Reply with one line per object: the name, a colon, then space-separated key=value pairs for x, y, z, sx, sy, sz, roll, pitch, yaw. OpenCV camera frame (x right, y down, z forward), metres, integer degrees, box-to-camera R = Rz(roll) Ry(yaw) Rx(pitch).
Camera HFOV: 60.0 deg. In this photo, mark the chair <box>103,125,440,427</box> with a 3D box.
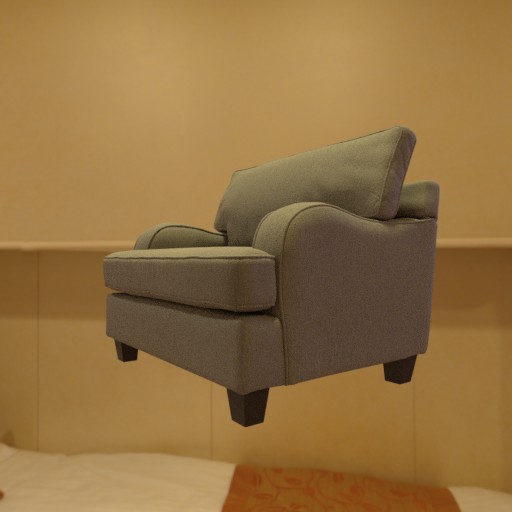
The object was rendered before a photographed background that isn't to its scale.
chair: x=0.000 y=0.000 z=2.003 sx=1.041 sy=1.016 sz=1.220 roll=0 pitch=0 yaw=-36
